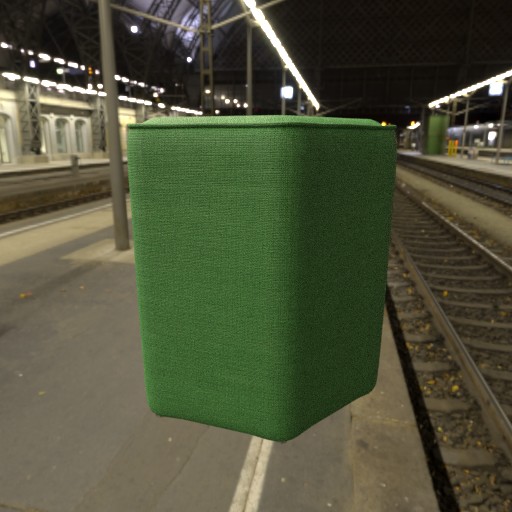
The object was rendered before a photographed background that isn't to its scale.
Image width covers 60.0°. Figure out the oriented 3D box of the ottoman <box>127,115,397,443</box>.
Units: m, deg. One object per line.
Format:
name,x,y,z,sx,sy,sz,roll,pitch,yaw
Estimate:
ottoman,0.000,0.000,0.868,0.444,0.507,0.499,-3,15,-11
